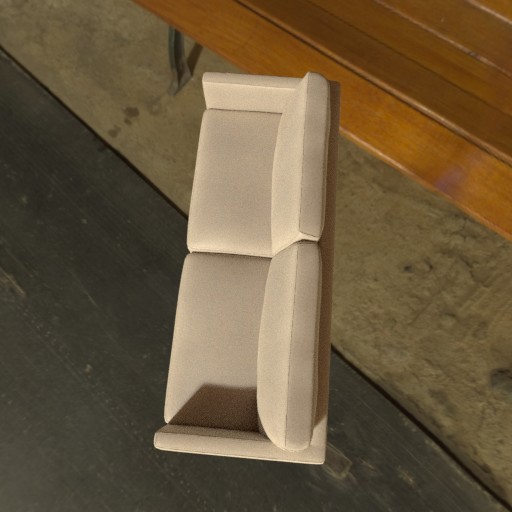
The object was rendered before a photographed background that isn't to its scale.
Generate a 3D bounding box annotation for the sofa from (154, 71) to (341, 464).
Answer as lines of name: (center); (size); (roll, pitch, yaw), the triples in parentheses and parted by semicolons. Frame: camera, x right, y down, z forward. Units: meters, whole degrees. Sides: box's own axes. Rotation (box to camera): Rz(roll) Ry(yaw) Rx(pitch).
sofa: (0.000, 0.000, 2.899); (0.951, 0.968, 2.361); (5, 75, 1)
